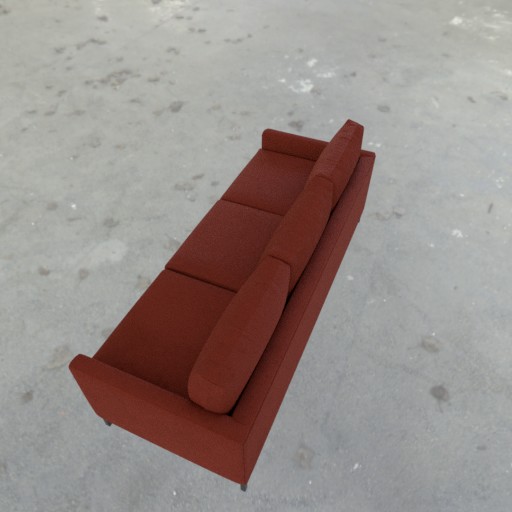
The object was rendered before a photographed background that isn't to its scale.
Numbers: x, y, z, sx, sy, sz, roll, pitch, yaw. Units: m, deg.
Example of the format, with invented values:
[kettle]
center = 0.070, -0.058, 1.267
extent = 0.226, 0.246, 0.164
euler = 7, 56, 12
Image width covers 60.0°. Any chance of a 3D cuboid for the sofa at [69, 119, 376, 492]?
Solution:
[sofa]
center = 0.000, 0.000, 2.647
extent = 0.875, 0.879, 2.252
euler = 17, 48, 16
